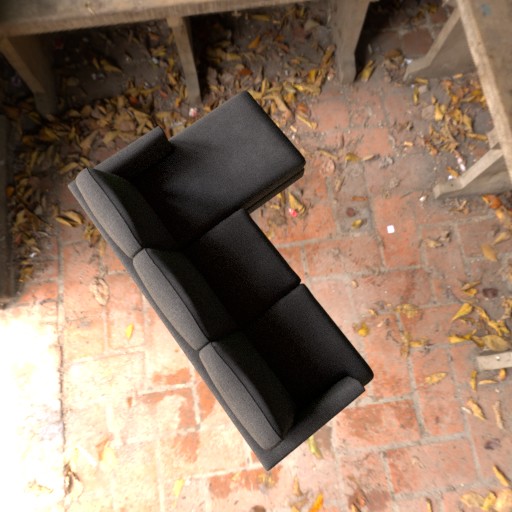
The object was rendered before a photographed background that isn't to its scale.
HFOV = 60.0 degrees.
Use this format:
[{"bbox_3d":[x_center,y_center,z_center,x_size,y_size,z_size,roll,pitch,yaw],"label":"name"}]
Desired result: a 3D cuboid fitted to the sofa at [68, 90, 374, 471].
[{"bbox_3d":[0.000,0.000,3.070,1.504,0.956,2.233,-36,78,-9],"label":"sofa"}]
